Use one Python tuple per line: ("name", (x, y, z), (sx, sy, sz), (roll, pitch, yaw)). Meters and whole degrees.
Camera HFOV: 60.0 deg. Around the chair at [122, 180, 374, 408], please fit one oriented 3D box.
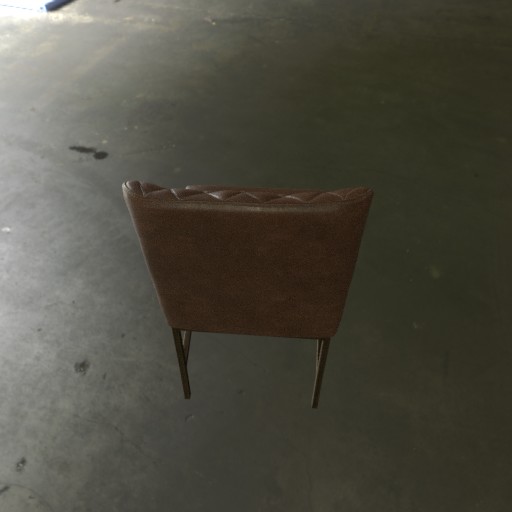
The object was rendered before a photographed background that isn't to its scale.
("chair", (0.000, 0.000, 1.259), (0.508, 0.889, 0.587), (3, 48, 3))
